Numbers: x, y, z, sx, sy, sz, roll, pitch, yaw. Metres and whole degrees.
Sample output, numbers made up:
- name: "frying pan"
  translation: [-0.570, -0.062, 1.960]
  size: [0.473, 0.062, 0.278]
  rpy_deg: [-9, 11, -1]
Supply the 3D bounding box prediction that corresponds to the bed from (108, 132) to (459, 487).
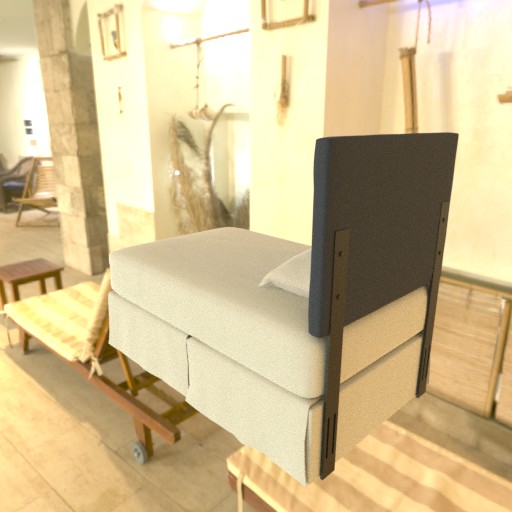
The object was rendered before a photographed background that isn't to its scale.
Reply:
- name: "bed"
  translation: [0.000, 0.000, 2.888]
  size: [1.261, 1.571, 1.997]
  rpy_deg: [-16, 23, -41]
